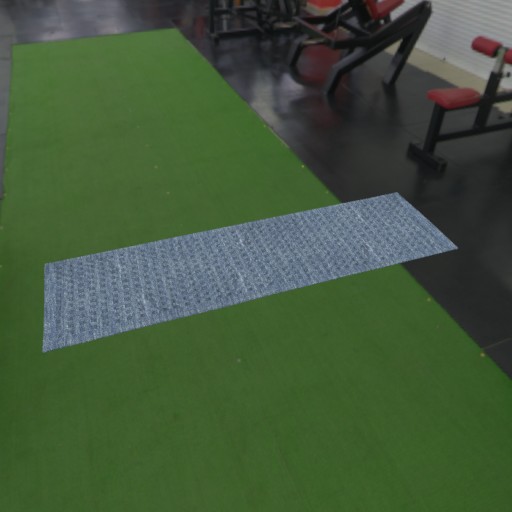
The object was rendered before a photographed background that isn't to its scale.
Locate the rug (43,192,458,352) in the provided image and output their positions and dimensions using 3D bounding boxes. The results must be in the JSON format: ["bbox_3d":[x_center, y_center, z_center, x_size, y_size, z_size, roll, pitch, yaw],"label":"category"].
[{"bbox_3d":[0.000,0.000,2.714,2.443,0.008,0.688,-13,42,-14],"label":"rug"}]
